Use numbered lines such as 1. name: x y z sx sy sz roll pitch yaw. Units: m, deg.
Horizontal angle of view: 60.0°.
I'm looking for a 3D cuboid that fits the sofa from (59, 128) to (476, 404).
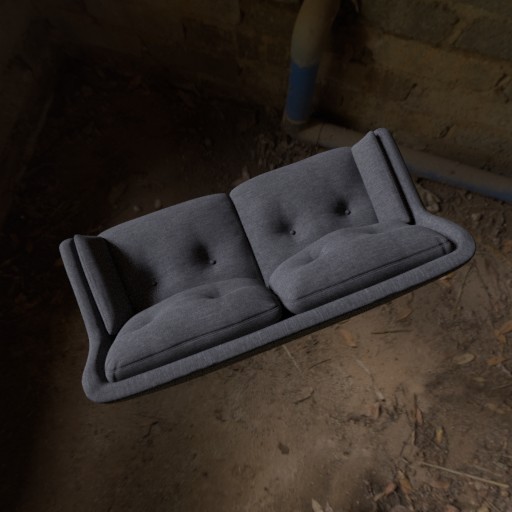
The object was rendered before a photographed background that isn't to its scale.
1. sofa: 0.000 0.000 2.422 1.929 0.896 0.975 -20 76 -5
